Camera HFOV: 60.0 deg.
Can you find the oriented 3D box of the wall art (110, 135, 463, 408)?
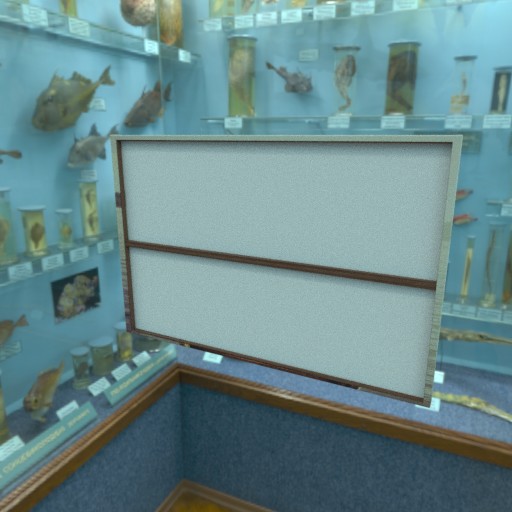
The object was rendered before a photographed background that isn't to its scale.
[{"bbox_3d":[0.000,0.000,1.450,1.149,0.765,0.040,8,17,26],"label":"wall art"}]
